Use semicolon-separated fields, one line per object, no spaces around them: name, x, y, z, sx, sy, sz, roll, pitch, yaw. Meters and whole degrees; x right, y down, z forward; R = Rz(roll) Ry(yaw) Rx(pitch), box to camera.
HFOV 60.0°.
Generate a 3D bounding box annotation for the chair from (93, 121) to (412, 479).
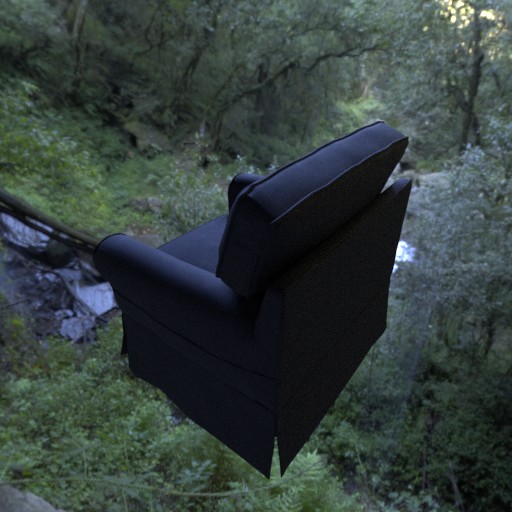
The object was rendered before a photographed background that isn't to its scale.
chair;0.000;0.000;1.995;1.002;1.140;1.119;21;37;30
